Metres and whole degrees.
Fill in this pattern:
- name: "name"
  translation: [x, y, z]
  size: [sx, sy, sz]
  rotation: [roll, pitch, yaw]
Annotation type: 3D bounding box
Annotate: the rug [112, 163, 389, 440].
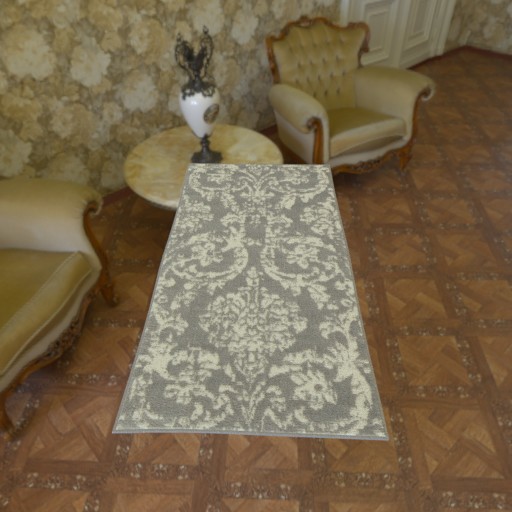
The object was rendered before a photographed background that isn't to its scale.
- name: "rug"
  translation: [0.000, 0.000, 1.427]
  size: [0.604, 0.007, 1.219]
  rotation: [1, 40, 1]
